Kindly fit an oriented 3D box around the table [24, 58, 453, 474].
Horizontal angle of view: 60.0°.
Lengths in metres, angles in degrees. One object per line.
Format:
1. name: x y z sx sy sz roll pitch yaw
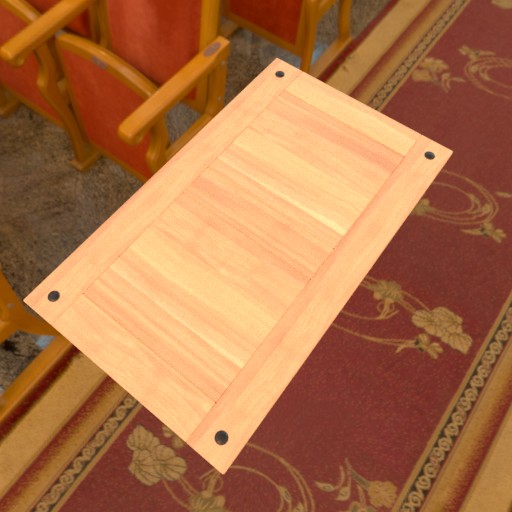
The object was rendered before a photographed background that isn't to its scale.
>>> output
1. table: 0.000 0.000 1.315 0.600 0.437 1.000 35 69 15
